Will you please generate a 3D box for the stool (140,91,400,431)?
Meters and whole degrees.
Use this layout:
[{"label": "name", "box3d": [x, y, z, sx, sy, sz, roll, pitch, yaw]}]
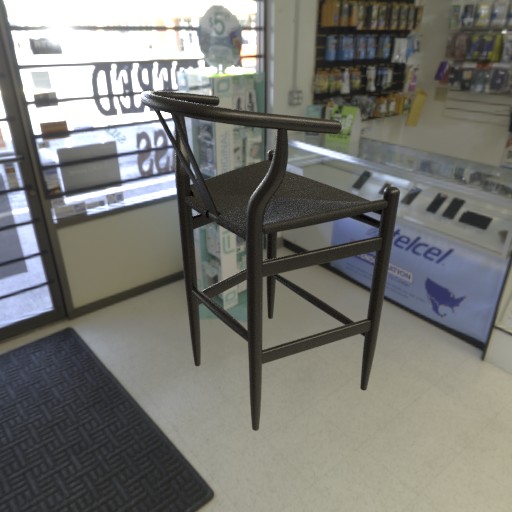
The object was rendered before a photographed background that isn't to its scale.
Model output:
[{"label": "stool", "box3d": [0.000, 0.000, 1.361, 0.579, 0.970, 0.569, -18, 32, -32]}]
